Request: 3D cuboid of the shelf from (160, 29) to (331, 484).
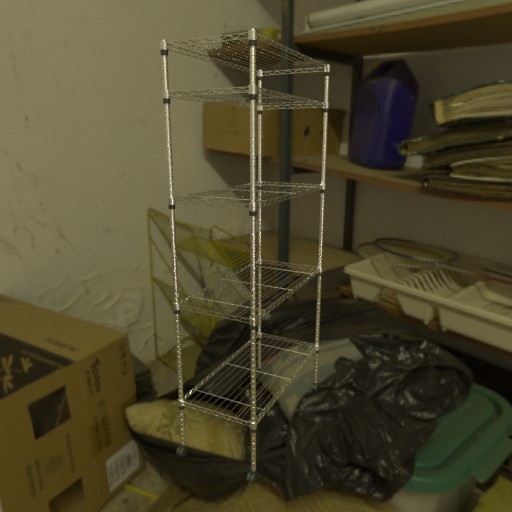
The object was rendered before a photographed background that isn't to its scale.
[{"bbox_3d":[0.000,0.000,1.885,0.356,1.587,0.762,7,16,26],"label":"shelf"}]
